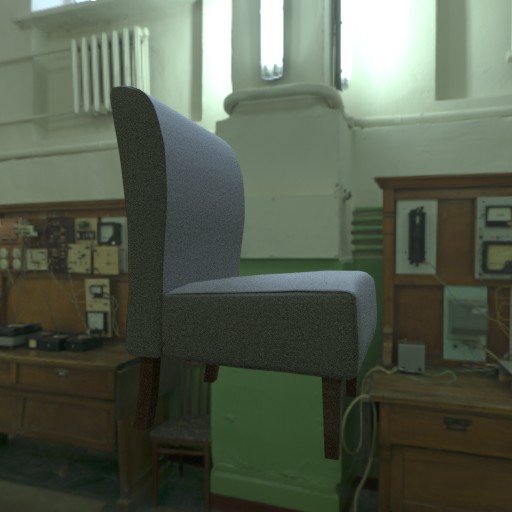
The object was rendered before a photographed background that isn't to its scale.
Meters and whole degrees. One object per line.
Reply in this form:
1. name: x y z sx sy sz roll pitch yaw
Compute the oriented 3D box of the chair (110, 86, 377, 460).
1. chair: 0.000 0.000 1.154 0.592 0.804 0.513 0 1 18
